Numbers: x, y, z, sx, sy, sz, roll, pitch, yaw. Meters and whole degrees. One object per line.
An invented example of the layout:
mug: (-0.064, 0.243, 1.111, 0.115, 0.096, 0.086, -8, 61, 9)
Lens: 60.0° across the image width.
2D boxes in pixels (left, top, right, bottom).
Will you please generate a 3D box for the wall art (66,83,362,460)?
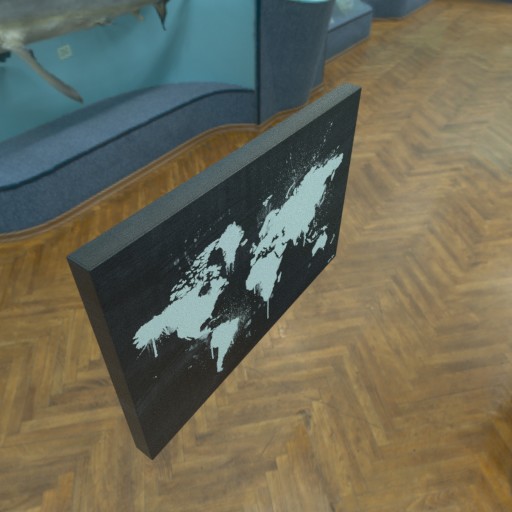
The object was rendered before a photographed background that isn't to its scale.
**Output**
wall art: (0.000, 0.000, 0.760, 0.038, 0.409, 0.610, 25, 47, 26)
